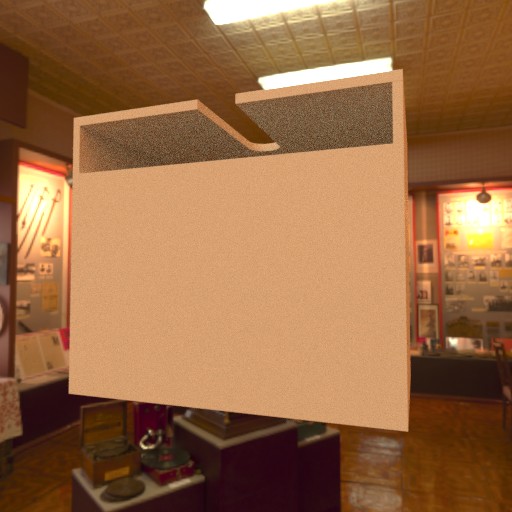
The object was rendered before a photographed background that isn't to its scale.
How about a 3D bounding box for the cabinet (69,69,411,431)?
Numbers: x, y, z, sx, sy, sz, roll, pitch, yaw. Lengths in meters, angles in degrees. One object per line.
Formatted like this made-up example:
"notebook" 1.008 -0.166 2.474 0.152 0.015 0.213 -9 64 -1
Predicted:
"cabinet" 0.000 0.000 0.925 0.600 0.522 0.400 -1 -3 20
